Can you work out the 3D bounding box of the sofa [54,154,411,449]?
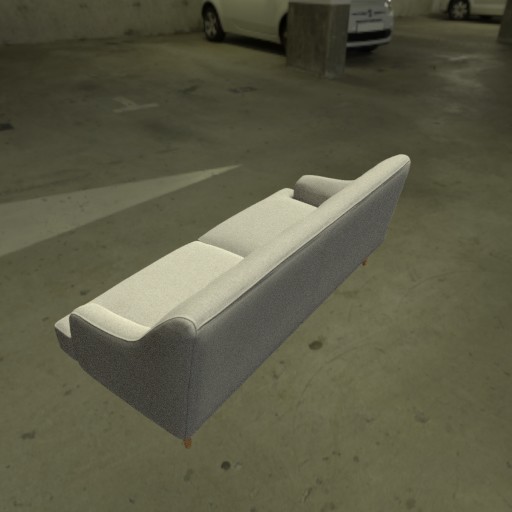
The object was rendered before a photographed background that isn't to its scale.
[{"bbox_3d":[0.000,0.000,2.560,0.978,0.871,2.057,22,38,30],"label":"sofa"}]
